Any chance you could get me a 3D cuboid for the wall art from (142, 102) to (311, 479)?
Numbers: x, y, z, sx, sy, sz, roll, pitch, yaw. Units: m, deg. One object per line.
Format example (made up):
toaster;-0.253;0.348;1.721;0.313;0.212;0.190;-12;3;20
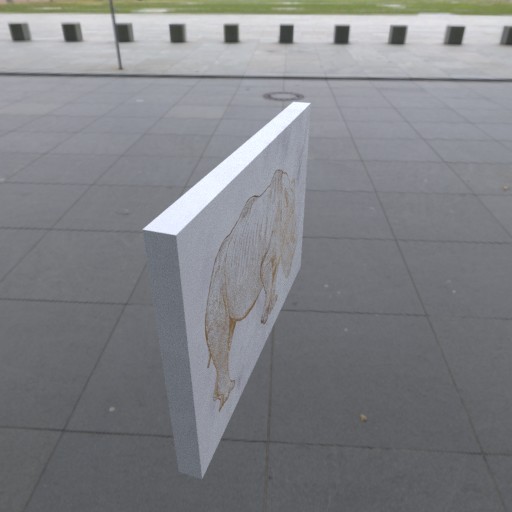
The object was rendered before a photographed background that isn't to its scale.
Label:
wall art;0.000;0.000;0.795;0.038;0.407;0.609;10;33;16
